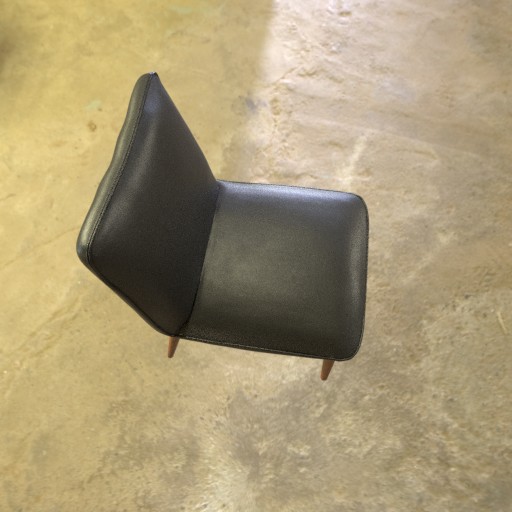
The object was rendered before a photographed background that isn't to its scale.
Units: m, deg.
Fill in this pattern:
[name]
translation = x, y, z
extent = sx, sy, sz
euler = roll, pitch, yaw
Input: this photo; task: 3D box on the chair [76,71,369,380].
[chair]
translation = 0.000, 0.000, 1.228
extent = 0.645, 0.801, 0.543
euler = 4, 64, 2
